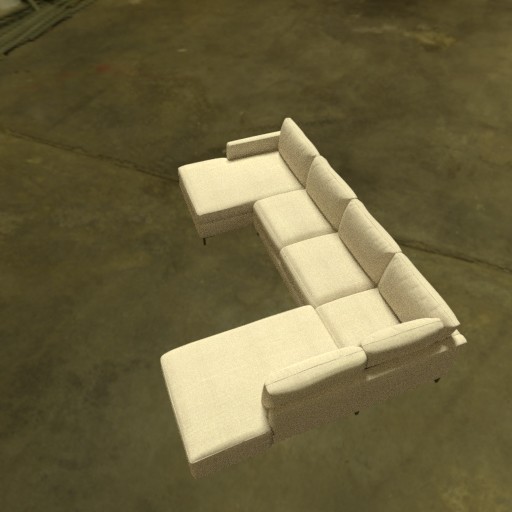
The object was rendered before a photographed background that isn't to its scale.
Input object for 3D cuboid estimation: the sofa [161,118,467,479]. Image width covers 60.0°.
[{"bbox_3d":[0.000,0.000,3.567,1.879,0.756,2.737,-16,50,-14],"label":"sofa"}]
